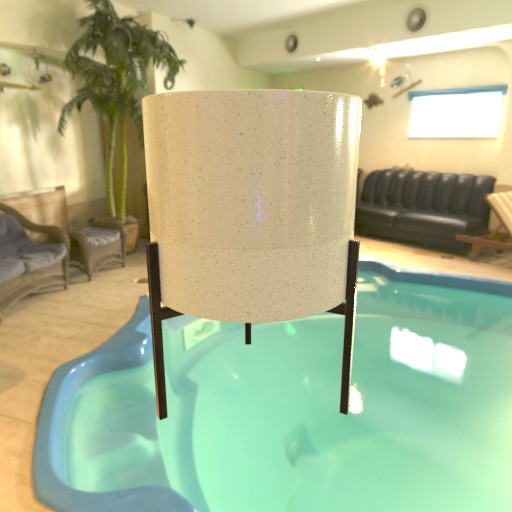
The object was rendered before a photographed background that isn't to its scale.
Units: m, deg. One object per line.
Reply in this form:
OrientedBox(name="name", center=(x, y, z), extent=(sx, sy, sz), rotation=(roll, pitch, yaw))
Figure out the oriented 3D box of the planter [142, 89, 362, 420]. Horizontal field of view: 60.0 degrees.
OrientedBox(name="planter", center=(0.000, 0.000, 0.344), extent=(0.159, 0.230, 0.152), rotation=(8, 17, 26))
